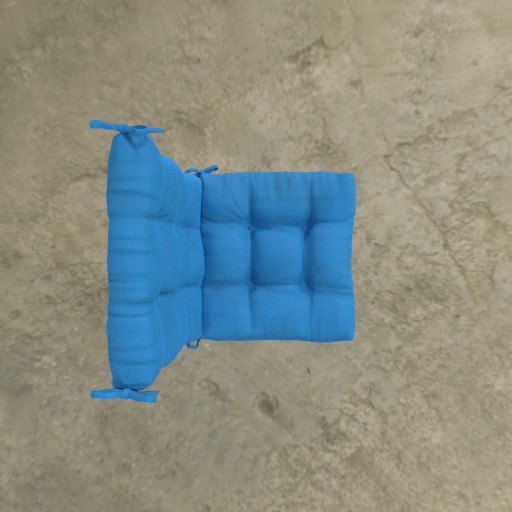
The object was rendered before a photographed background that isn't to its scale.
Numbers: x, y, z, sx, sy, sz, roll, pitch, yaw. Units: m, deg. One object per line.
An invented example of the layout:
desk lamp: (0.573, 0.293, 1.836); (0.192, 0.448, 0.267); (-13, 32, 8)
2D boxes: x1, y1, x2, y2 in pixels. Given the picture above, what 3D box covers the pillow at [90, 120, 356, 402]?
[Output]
pillow: (0.000, 0.000, 1.029); (0.571, 0.605, 0.519); (0, 90, 0)
